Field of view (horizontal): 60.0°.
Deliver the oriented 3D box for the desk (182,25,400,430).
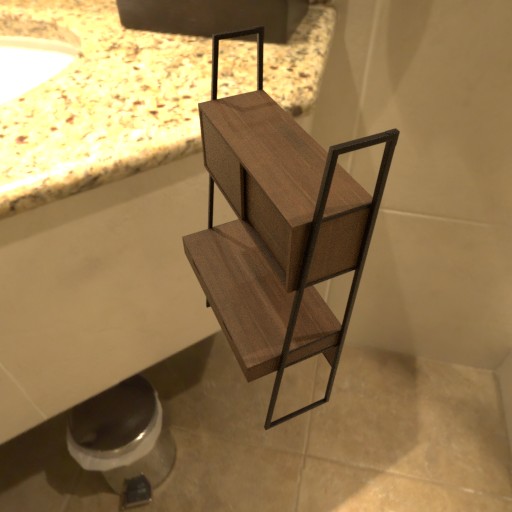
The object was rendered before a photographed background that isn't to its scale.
[{"bbox_3d":[0.000,0.000,2.230,0.515,1.809,0.982,-18,49,-17],"label":"desk"}]
